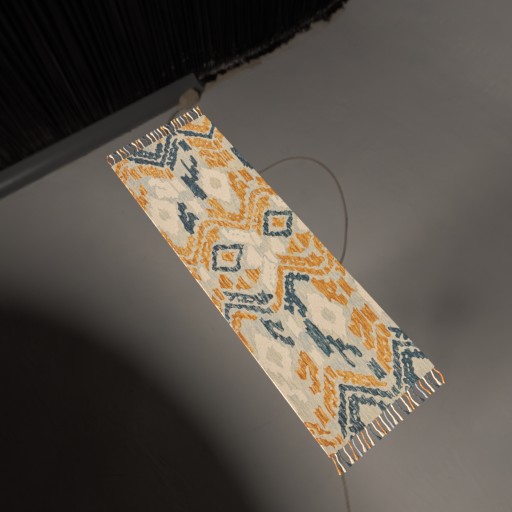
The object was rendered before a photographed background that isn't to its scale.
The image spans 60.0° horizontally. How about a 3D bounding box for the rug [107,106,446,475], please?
[{"bbox_3d":[0.000,0.000,2.710,0.783,0.010,2.437,-34,69,-15],"label":"rug"}]
